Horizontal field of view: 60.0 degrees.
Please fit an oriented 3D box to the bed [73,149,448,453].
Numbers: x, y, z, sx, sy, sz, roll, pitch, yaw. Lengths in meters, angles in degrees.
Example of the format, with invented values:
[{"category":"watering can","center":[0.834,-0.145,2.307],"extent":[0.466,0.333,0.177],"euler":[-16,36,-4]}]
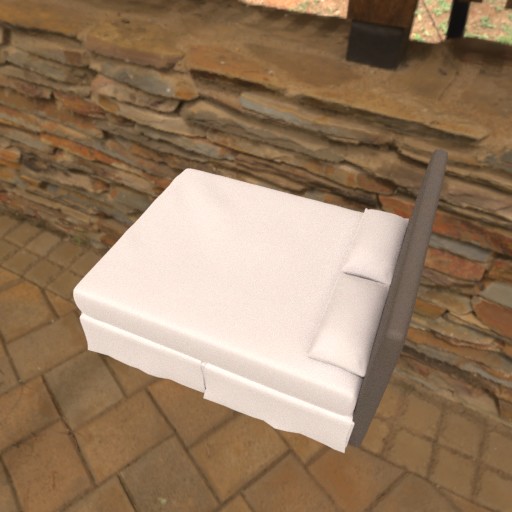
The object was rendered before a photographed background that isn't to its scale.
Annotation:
[{"category":"bed","center":[0.000,0.000,3.199],"extent":[2.142,1.330,1.723],"euler":[17,48,16]}]
